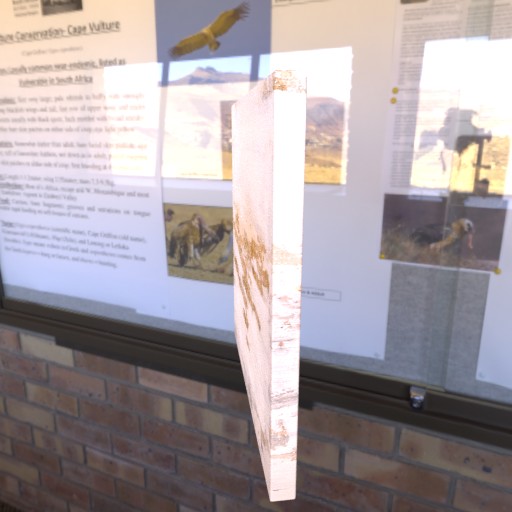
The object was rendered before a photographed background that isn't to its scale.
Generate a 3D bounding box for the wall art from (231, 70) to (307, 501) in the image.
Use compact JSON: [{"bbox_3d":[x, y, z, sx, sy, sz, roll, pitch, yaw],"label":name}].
[{"bbox_3d":[0.000,0.000,0.891,0.040,0.613,0.611,-2,15,-8],"label":"wall art"}]
